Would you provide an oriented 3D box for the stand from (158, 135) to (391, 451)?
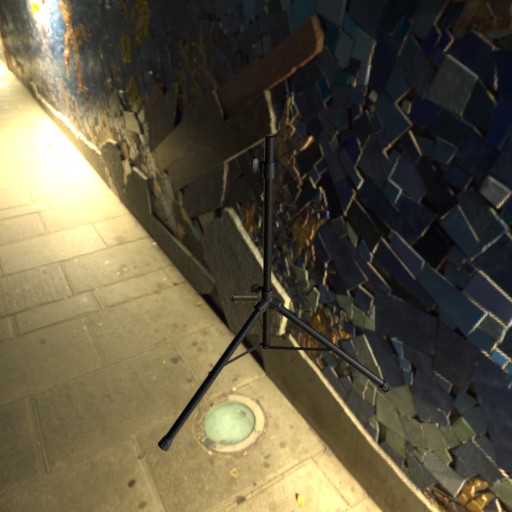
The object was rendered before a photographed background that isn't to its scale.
[{"bbox_3d":[0.000,0.000,1.937,1.045,1.136,0.907,-8,33,-13],"label":"stand"}]
